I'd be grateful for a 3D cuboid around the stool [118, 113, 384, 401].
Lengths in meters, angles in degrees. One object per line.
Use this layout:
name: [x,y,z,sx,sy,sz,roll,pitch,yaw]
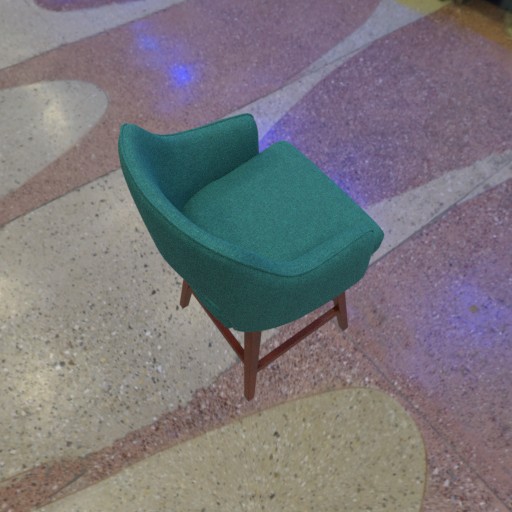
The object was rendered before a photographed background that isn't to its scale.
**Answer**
stool: [0.000,0.000,1.329,0.556,0.961,0.548,-32,64,-18]
